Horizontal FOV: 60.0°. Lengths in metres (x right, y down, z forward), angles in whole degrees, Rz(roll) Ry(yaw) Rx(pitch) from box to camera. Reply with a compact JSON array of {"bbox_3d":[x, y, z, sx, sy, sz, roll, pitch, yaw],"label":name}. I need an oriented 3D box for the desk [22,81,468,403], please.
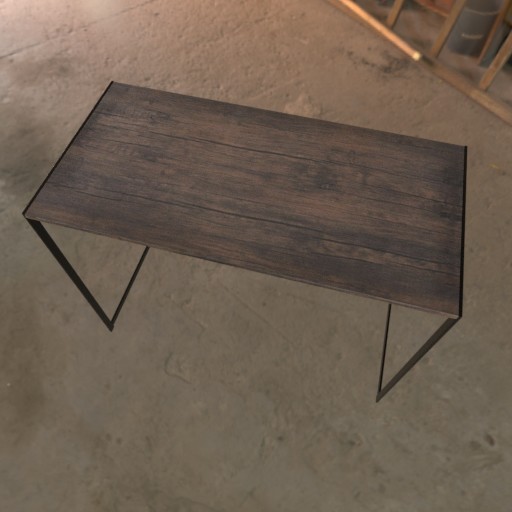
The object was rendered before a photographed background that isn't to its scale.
[{"bbox_3d":[0.000,0.000,1.426,1.015,0.747,0.505,13,60,8],"label":"desk"}]
